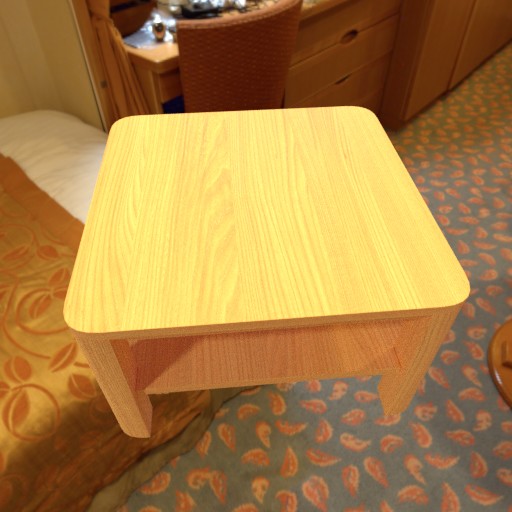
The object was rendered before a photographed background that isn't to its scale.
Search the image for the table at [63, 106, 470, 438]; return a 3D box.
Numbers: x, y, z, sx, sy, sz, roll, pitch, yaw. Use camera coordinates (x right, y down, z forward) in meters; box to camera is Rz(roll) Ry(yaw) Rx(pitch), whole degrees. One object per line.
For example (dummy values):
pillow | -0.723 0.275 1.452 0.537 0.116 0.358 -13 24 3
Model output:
table | 0.000 0.000 1.195 0.750 0.450 0.750 -4 46 -4
